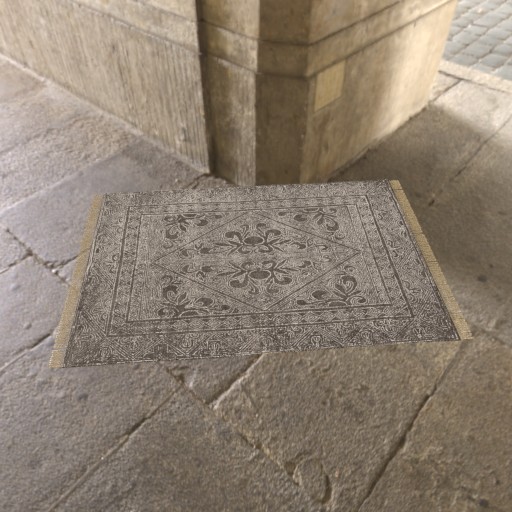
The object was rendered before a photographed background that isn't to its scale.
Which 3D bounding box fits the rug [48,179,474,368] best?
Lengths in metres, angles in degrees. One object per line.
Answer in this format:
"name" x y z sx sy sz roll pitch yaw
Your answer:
"rug" 0.000 0.000 3.040 2.440 0.010 1.529 -3 47 -3
